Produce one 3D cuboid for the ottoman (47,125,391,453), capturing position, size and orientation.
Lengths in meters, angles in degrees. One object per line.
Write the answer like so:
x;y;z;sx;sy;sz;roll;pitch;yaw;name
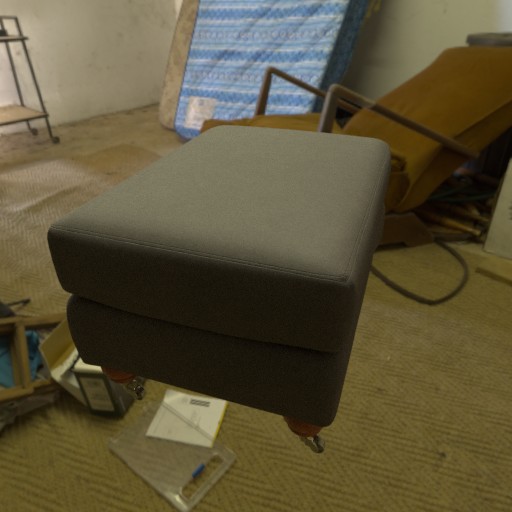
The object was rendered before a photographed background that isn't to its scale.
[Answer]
0.000;0.000;1.113;0.574;0.497;0.773;10;32;16;ottoman
